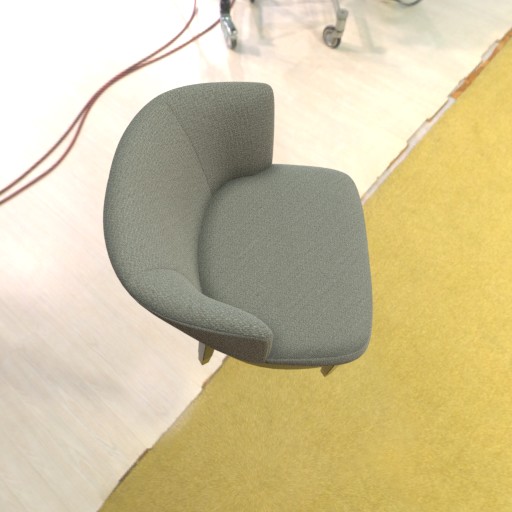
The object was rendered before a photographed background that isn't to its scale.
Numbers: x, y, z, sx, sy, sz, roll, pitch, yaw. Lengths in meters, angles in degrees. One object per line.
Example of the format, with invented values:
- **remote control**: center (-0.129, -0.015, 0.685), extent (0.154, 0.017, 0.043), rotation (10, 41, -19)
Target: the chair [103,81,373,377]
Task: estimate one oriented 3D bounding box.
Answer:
- **chair**: center (0.000, 0.000, 1.313), extent (0.660, 0.760, 0.700), rotation (1, 63, 1)
